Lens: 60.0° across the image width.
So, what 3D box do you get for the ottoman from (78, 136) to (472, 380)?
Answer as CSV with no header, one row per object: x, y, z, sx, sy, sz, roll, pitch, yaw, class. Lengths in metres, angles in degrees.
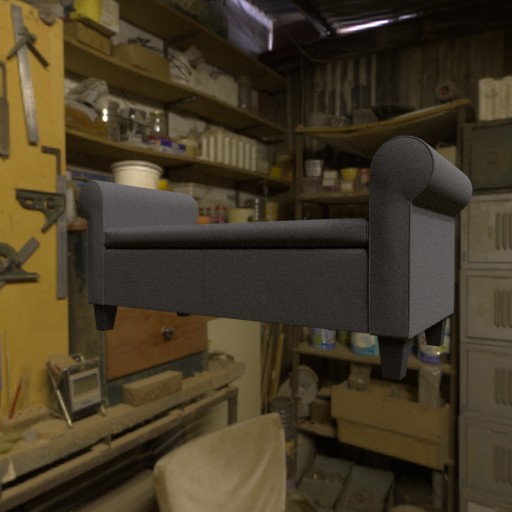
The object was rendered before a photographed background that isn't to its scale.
0.000,0.000,1.501,1.256,0.547,0.521,1,1,34,ottoman
